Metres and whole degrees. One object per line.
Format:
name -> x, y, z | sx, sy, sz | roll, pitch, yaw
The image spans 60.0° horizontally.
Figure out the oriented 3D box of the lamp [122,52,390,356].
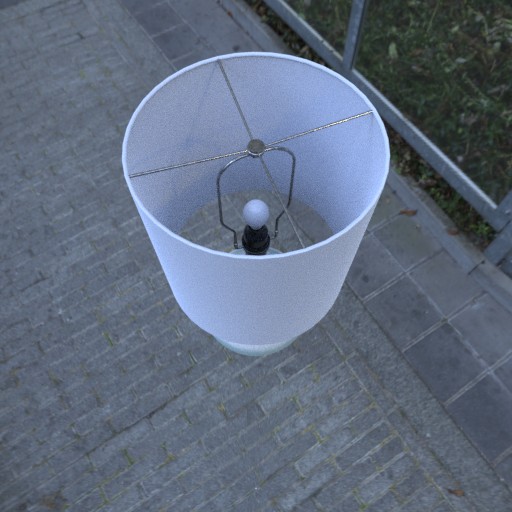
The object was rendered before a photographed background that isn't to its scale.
lamp -> 0.000, 0.000, 0.540 | 0.217, 0.404, 0.217 | -17, 64, -9
